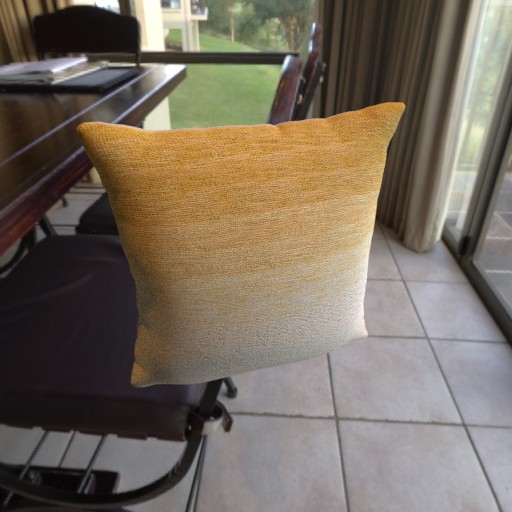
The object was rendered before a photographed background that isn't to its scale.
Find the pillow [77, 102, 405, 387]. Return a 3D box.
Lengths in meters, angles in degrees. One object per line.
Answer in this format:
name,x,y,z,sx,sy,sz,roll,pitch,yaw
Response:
pillow,0.000,0.000,0.702,0.450,0.450,0.211,-9,33,-14
